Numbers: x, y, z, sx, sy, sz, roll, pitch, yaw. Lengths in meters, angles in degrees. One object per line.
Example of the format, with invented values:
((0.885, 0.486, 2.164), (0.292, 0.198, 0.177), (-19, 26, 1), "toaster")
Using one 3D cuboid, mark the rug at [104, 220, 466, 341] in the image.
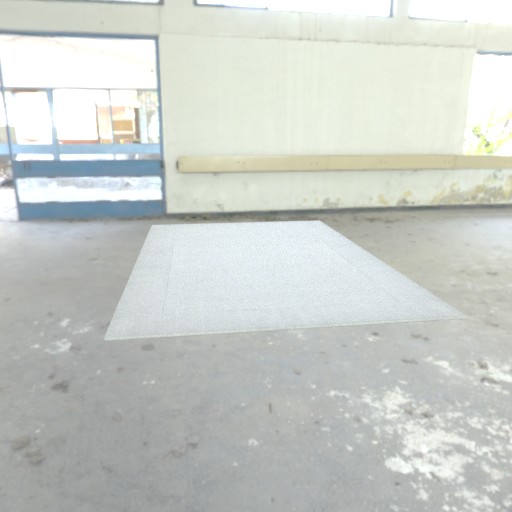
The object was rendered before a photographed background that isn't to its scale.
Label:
((0.000, 0.000, 2.329), (1.219, 0.013, 1.829), (-2, 15, -8), "rug")
